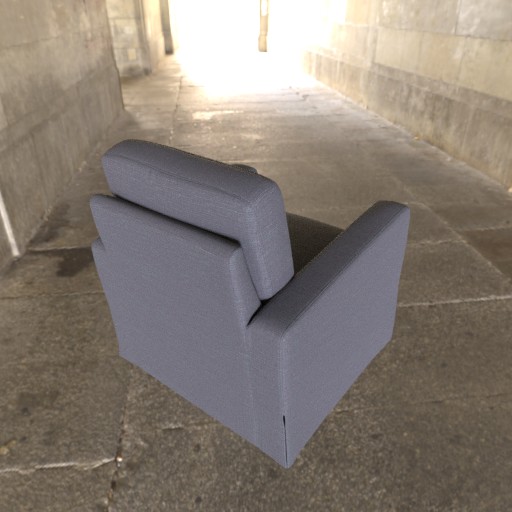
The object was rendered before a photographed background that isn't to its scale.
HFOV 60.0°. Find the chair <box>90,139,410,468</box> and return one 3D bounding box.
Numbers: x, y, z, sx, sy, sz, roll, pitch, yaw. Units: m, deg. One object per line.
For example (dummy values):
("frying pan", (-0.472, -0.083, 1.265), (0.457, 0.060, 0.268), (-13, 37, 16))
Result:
("chair", (0.000, 0.000, 1.542), (0.798, 0.855, 0.863), (21, 36, 33))
